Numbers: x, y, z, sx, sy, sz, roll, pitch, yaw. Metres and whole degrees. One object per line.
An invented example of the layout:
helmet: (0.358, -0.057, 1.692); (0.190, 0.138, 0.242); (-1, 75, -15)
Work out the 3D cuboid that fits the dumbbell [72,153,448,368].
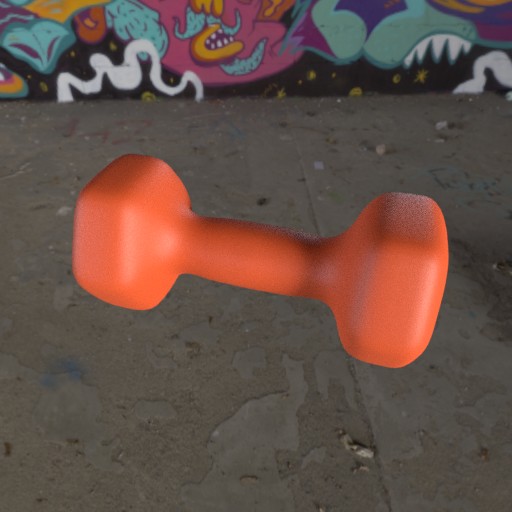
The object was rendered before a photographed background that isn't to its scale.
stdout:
dumbbell: (0.000, 0.000, 0.208); (0.162, 0.071, 0.079); (11, 41, 13)
